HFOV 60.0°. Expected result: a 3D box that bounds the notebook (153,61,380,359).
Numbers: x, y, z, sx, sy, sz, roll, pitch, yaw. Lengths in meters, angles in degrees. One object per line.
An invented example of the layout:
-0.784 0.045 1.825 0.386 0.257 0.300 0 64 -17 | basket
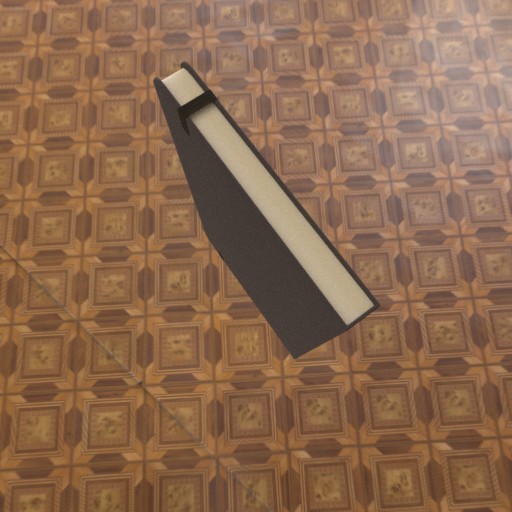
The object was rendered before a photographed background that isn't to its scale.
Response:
0.000 0.000 0.267 0.016 0.213 0.127 -34 77 -9 | notebook
